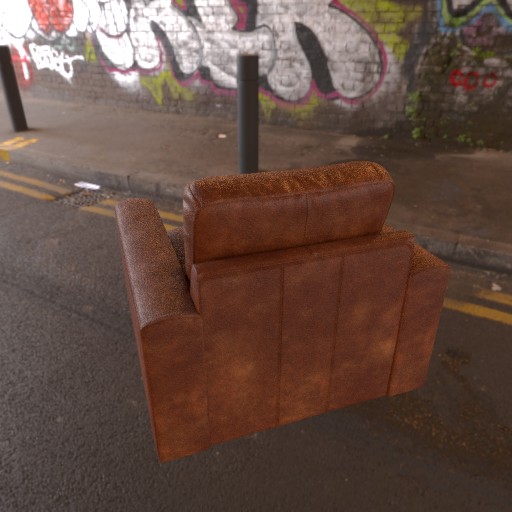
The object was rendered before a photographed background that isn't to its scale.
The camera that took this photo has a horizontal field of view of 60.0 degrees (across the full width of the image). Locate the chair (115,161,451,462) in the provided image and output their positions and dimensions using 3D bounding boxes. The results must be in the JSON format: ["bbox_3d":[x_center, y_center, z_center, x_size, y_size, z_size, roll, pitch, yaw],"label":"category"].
[{"bbox_3d":[0.000,0.000,1.767,1.005,0.873,1.016,-9,29,-17],"label":"chair"}]
